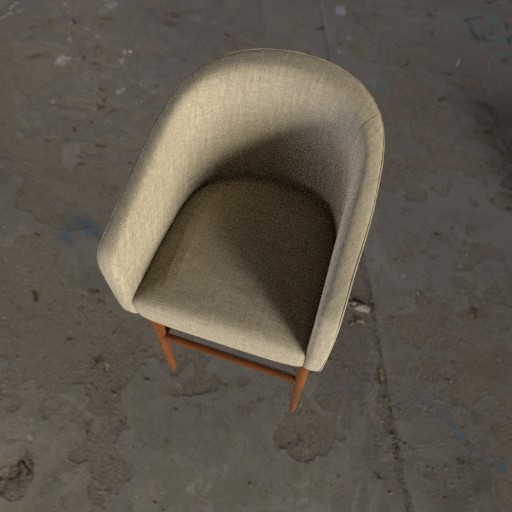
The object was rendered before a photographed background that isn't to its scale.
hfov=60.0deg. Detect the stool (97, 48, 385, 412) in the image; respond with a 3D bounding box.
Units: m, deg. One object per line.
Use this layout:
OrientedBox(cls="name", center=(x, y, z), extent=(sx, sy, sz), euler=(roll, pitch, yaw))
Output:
OrientedBox(cls="stool", center=(0.000, 0.000, 1.336), extent=(0.559, 0.952, 0.635), euler=(16, 59, 10))
